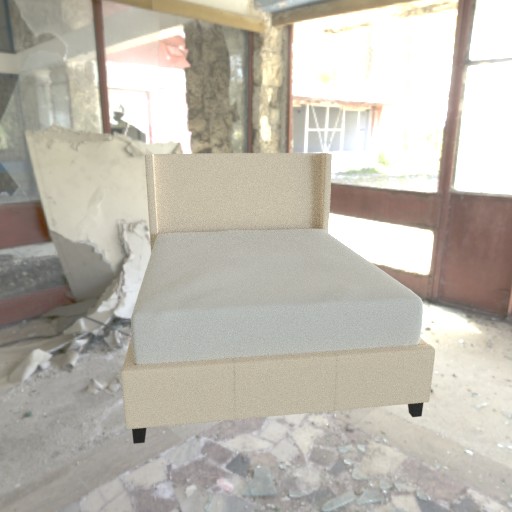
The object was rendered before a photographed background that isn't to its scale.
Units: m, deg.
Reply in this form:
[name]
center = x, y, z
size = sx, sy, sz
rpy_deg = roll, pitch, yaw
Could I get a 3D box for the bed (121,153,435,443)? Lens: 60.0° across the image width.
[bed]
center = 0.000, 0.000, 3.433
size = 1.765, 1.471, 2.280
rpy_deg = -2, 15, -8
